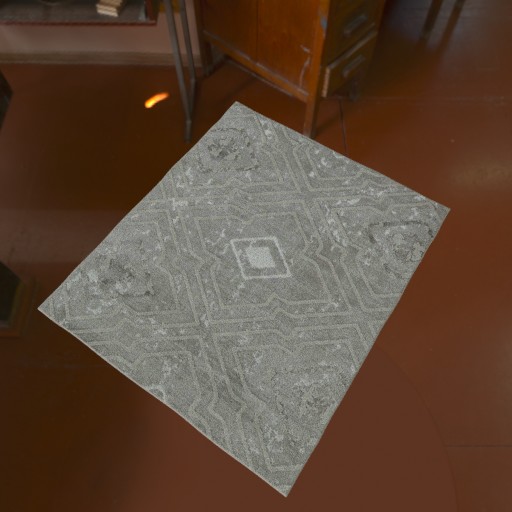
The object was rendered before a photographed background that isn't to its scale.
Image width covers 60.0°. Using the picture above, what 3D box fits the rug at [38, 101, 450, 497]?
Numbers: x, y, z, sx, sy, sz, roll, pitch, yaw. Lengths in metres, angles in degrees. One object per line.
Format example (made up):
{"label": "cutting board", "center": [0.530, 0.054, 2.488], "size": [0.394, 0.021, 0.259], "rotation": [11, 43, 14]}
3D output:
{"label": "rug", "center": [0.000, 0.000, 0.872], "size": [0.548, 0.006, 0.639], "rotation": [31, 67, 15]}
